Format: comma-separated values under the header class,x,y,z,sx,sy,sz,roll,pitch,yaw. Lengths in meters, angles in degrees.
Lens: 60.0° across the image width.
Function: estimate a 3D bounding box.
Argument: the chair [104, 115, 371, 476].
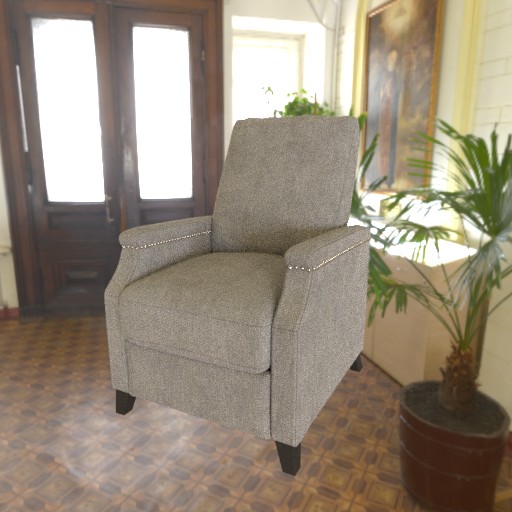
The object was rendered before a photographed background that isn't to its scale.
class,x,y,z,sx,sy,sz,roll,pitch,yaw
chair,0.000,0.000,1.657,0.710,1.049,0.922,7,14,27
